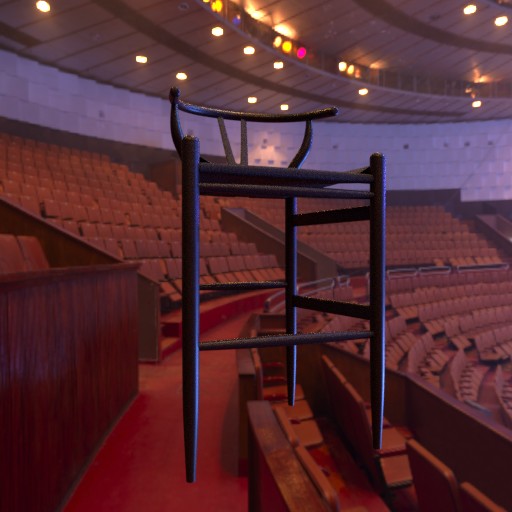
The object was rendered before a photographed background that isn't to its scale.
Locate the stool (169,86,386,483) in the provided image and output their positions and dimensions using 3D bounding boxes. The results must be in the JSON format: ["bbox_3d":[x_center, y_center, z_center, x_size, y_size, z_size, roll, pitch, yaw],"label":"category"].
[{"bbox_3d":[0.000,0.000,1.399,0.569,1.072,0.579,0,0,-20],"label":"stool"}]
